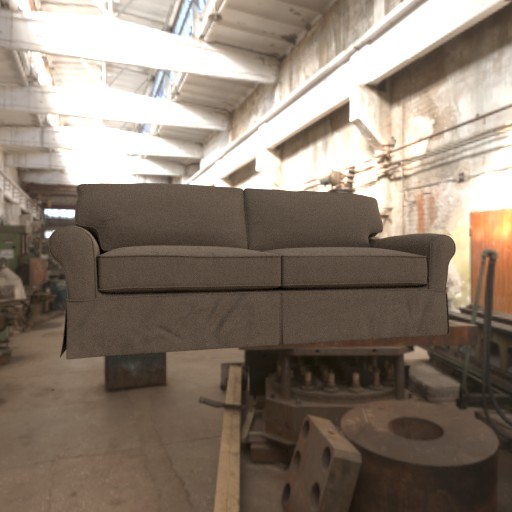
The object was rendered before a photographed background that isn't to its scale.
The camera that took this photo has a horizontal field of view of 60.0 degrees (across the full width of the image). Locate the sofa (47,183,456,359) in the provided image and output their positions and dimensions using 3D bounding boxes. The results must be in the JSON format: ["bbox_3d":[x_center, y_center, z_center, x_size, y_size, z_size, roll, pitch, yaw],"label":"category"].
[{"bbox_3d":[0.000,0.000,2.750,2.248,0.943,0.991,0,0,-18],"label":"sofa"}]
